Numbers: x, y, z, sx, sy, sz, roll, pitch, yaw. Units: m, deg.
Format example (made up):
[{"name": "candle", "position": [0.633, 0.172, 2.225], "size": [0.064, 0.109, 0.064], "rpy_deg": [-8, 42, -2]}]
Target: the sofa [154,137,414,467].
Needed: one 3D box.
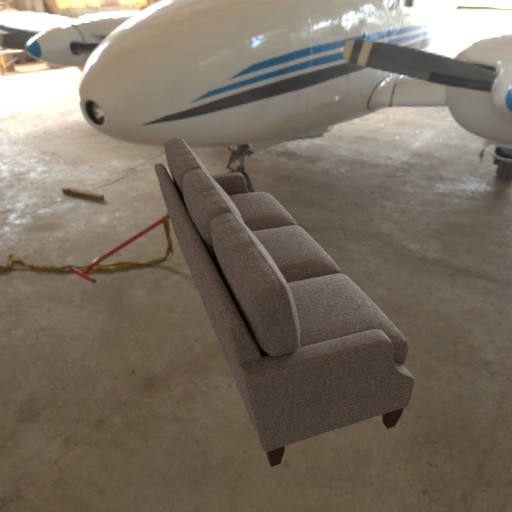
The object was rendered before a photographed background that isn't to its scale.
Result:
[{"name": "sofa", "position": [0.000, 0.000, 2.690], "size": [0.888, 0.984, 2.115], "rpy_deg": [-10, 33, -16]}]
